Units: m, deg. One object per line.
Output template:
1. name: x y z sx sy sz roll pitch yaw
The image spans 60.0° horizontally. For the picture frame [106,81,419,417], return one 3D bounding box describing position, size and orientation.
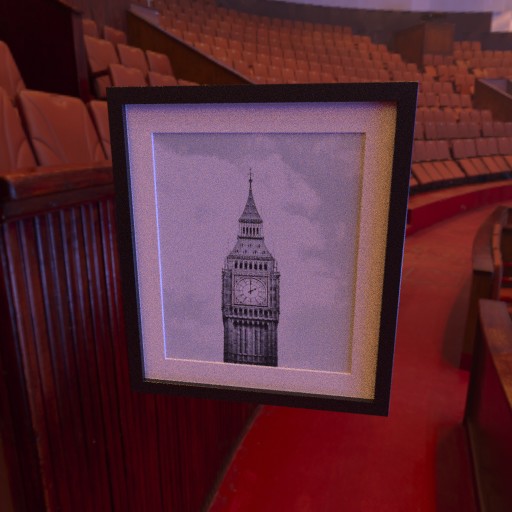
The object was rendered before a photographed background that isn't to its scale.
1. picture frame: 0.000 0.000 0.525 0.328 0.378 0.034 3 16 9
